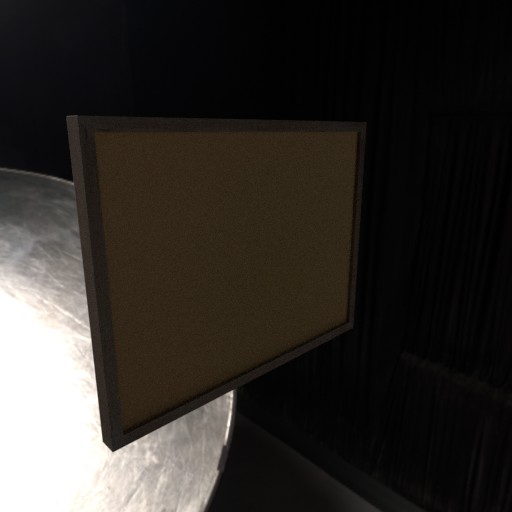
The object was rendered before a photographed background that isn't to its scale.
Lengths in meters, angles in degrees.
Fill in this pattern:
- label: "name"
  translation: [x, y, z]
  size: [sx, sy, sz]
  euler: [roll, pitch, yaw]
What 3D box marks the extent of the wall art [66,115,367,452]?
- label: "wall art"
  translation: [0.000, 0.000, 1.720]
  size: [1.320, 1.009, 0.070]
  euler: [-15, 22, -42]
